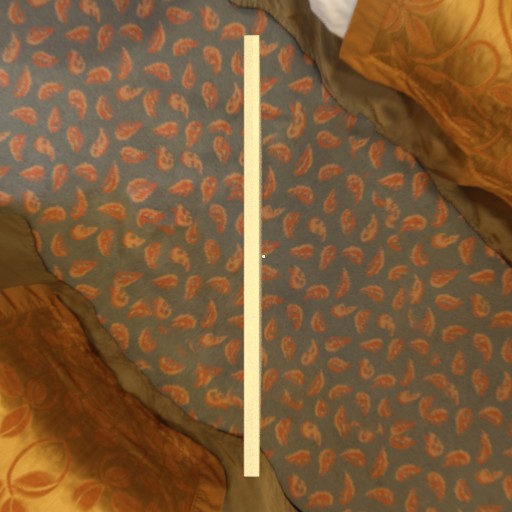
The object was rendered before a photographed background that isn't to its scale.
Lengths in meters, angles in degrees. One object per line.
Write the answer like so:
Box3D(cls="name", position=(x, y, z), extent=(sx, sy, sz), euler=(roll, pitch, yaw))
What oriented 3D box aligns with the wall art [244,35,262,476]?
Box3D(cls="wall art", position=(0.000, 0.000, 0.966), extent=(0.021, 0.710, 0.609), euler=(0, 90, 1))
